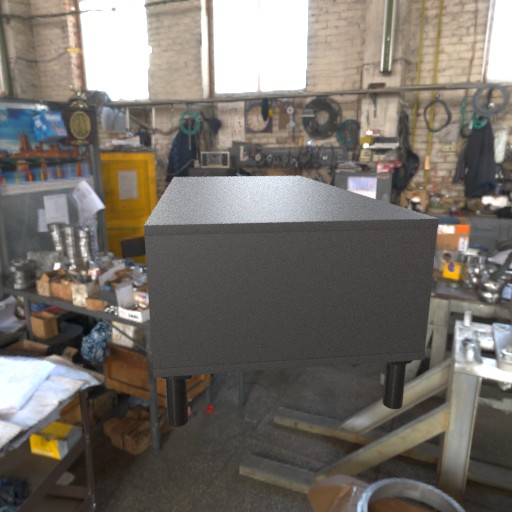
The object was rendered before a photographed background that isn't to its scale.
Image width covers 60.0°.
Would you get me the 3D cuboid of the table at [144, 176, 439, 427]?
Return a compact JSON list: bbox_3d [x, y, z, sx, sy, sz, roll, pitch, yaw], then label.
[{"bbox_3d":[0.000,0.000,1.350,0.550,0.400,1.100,-2,14,-7],"label":"table"}]
